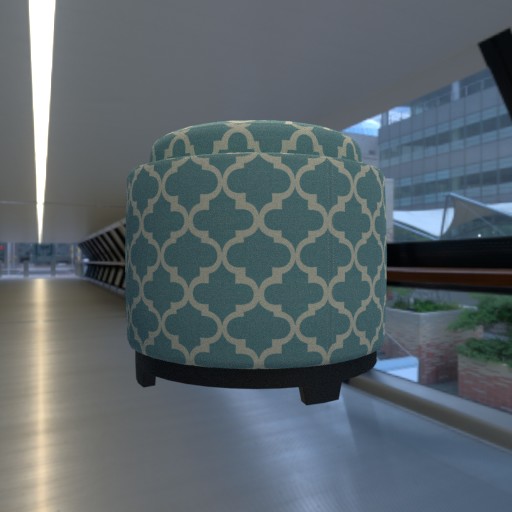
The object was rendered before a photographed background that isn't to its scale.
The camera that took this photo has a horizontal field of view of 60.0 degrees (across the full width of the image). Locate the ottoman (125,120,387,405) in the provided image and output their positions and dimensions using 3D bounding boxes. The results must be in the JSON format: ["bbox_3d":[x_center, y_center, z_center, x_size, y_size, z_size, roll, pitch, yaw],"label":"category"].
[{"bbox_3d":[0.000,0.000,0.848,0.480,0.429,0.480,0,0,0],"label":"ottoman"}]
